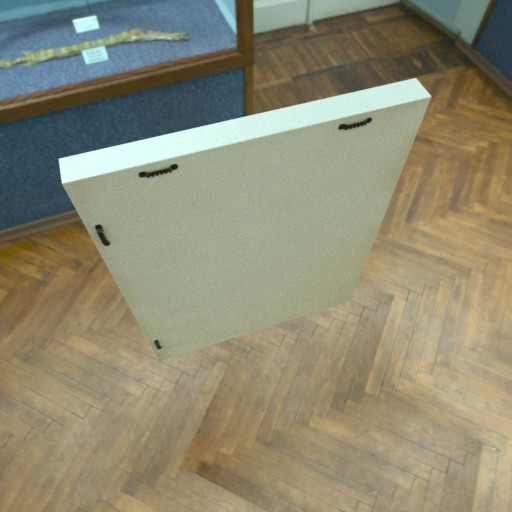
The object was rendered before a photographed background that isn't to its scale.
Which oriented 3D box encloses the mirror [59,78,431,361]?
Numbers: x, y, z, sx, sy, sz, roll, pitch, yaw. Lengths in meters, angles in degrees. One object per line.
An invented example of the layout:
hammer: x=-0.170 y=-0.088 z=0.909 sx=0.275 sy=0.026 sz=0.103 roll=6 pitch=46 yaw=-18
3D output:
mirror: x=0.000 y=0.000 z=0.684 sx=0.406 sy=0.509 sz=0.041 roll=-16 pitch=59 yaw=-10
